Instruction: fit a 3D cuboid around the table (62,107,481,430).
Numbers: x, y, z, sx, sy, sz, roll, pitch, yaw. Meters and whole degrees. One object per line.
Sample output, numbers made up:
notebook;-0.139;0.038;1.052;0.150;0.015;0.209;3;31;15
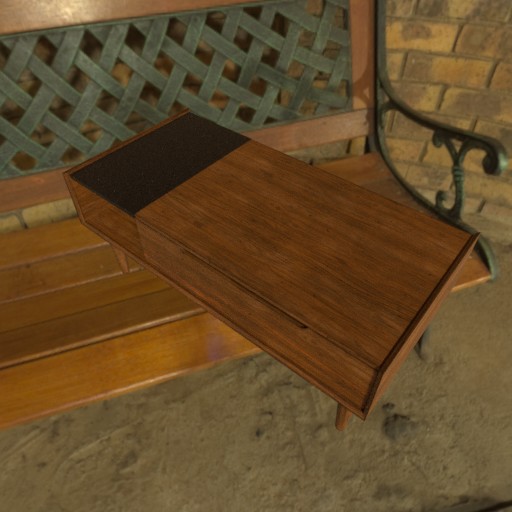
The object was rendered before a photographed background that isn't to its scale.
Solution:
table;0.000;0.000;1.597;1.221;0.508;0.610;30;53;26
